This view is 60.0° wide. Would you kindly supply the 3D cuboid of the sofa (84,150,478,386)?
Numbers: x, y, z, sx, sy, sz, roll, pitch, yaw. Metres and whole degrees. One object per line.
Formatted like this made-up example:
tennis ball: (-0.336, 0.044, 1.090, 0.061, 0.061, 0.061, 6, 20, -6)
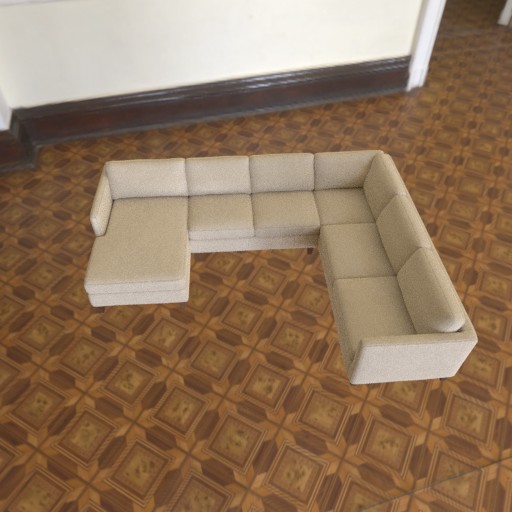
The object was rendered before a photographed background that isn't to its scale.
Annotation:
sofa: (0.000, 0.000, 4.314, 3.238, 0.853, 2.551, -3, 47, -3)
